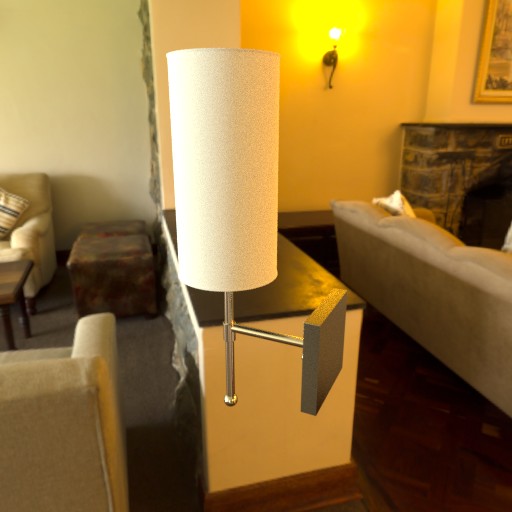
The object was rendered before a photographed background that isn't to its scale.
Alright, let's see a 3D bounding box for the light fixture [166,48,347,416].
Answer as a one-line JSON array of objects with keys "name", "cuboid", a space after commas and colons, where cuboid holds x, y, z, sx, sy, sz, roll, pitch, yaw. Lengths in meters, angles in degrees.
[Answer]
[{"name": "light fixture", "cuboid": [0.000, 0.000, 0.553, 0.208, 0.462, 0.128, 8, 19, 24]}]
